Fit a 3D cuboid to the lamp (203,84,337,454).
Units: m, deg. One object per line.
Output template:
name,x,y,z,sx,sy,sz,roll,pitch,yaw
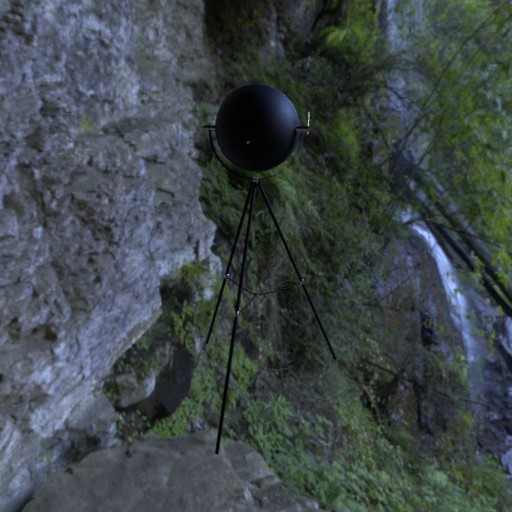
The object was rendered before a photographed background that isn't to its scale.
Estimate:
lamp,0.000,0.000,2.076,0.817,1.512,0.920,3,19,10
